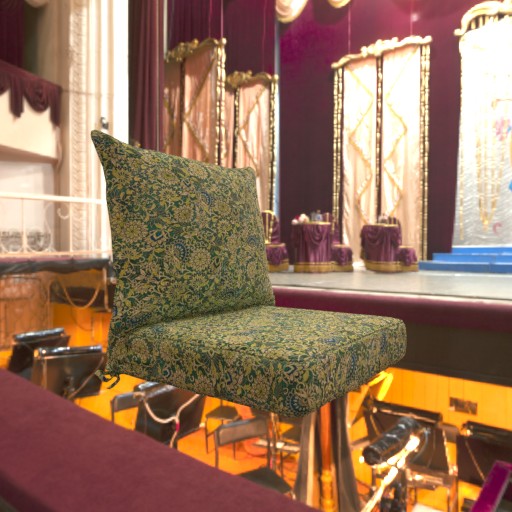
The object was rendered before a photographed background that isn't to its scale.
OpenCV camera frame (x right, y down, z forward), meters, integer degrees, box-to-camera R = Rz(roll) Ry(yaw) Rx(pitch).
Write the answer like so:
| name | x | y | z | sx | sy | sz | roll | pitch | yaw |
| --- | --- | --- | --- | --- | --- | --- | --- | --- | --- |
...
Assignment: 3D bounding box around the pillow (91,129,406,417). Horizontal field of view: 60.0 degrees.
| name | x | y | z | sx | sy | sz | roll | pitch | yaw |
| --- | --- | --- | --- | --- | --- | --- | --- | --- | --- |
| pillow | 0.000 | 0.000 | 1.380 | 0.740 | 0.722 | 0.798 | 1 | 1 | 36 |
